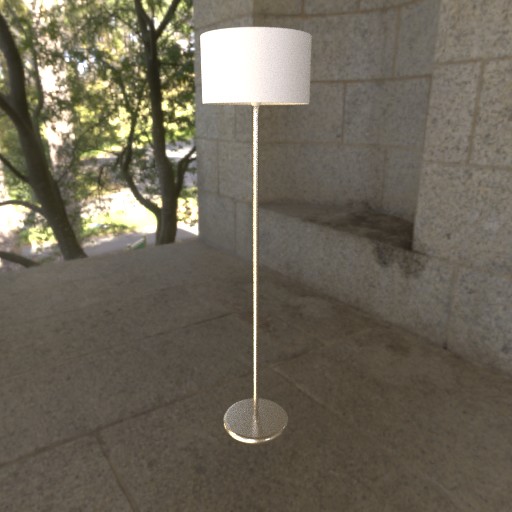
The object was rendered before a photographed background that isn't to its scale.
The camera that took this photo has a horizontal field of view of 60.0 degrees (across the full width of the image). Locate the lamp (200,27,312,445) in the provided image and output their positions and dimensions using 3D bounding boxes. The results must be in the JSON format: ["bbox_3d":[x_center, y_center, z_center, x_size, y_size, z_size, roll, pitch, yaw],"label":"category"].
[{"bbox_3d":[0.000,0.000,1.612,0.347,1.443,0.347,8,20,25],"label":"lamp"}]
